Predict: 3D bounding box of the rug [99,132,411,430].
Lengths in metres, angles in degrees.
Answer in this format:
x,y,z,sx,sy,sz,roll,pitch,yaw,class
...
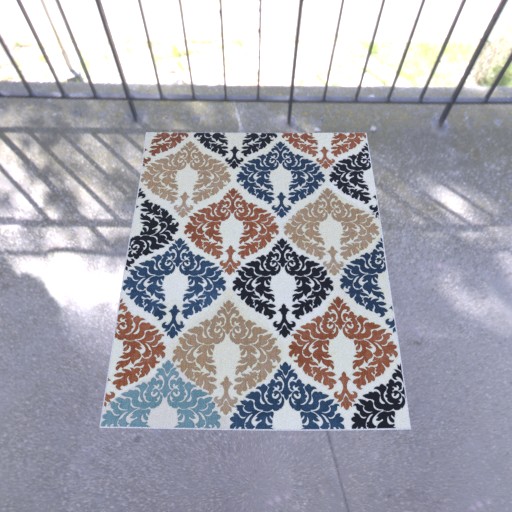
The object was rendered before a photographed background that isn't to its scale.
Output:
x,y,z,sx,sy,sz,roll,pitch,yaw,class
0.000,0.000,4.132,2.423,0.014,3.040,0,62,0,rug
